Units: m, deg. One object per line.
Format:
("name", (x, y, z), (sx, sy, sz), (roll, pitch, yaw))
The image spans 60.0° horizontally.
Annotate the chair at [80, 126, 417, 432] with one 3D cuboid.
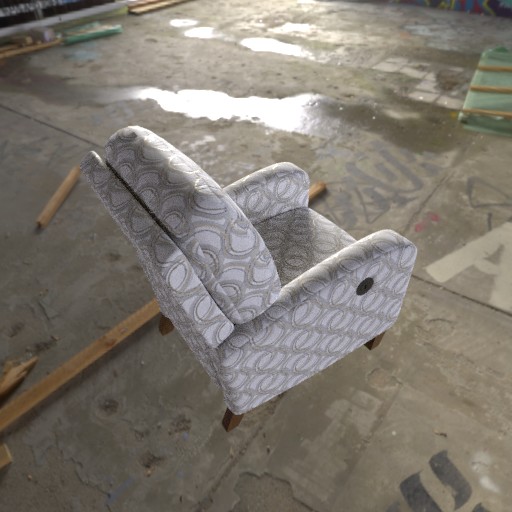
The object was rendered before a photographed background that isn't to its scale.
("chair", (0.000, 0.000, 1.767), (0.995, 1.065, 0.796), (-24, 47, -25))
